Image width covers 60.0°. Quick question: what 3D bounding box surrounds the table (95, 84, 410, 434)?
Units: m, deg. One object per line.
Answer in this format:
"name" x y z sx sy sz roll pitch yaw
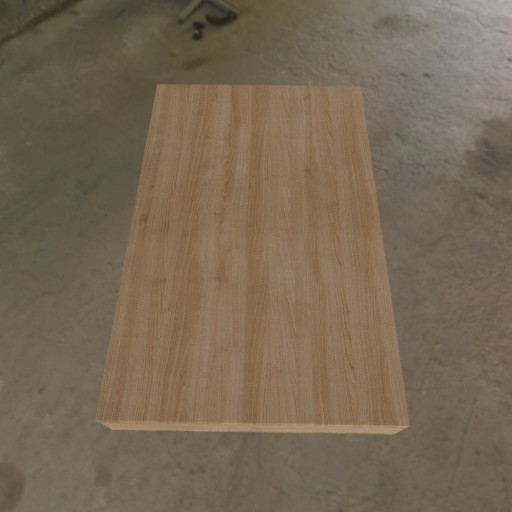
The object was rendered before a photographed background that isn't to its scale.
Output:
"table" 0.000 0.000 1.445 0.700 0.440 1.100 1 61 0
